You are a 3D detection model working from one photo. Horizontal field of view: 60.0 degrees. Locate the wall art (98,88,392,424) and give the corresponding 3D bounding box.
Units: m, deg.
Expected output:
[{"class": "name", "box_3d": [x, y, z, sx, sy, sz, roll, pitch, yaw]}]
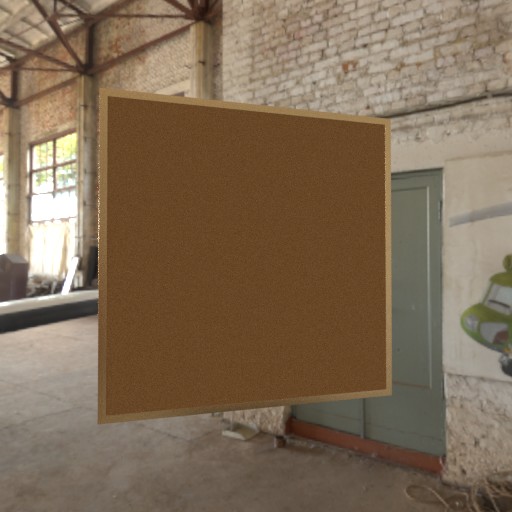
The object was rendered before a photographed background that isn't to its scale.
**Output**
[{"class": "wall art", "box_3d": [0.000, 0.000, 0.762, 0.509, 0.509, 0.040, 0, -1, -17]}]
